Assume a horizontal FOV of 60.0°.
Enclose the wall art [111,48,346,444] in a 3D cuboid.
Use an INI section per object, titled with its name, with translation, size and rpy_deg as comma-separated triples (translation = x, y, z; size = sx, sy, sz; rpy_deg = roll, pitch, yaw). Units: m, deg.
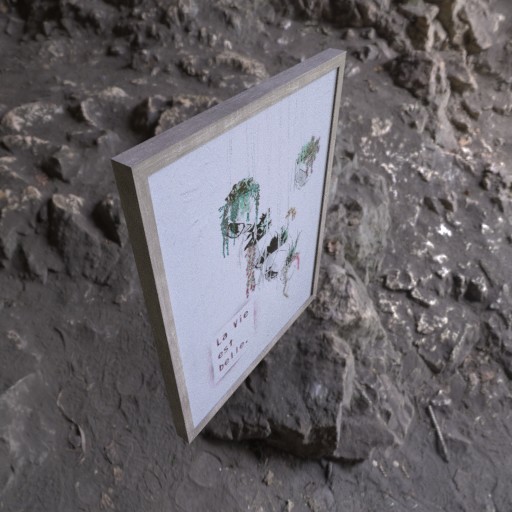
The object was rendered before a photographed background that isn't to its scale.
[wall art]
translation = 0.000, 0.000, 0.705
size = 0.032, 0.521, 0.421
rpy_deg = 25, 47, 26
